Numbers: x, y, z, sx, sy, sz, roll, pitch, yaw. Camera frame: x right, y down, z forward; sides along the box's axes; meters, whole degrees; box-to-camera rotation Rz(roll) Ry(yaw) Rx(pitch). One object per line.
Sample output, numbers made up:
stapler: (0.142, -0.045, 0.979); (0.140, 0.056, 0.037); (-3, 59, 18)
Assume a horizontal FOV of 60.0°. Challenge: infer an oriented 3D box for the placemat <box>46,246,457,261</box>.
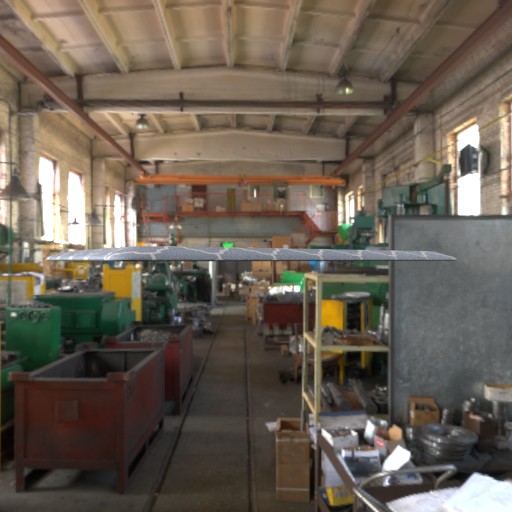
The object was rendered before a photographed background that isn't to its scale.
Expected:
placemat: (0.000, 0.000, 0.964); (0.762, 0.021, 0.508); (0, -1, -35)
